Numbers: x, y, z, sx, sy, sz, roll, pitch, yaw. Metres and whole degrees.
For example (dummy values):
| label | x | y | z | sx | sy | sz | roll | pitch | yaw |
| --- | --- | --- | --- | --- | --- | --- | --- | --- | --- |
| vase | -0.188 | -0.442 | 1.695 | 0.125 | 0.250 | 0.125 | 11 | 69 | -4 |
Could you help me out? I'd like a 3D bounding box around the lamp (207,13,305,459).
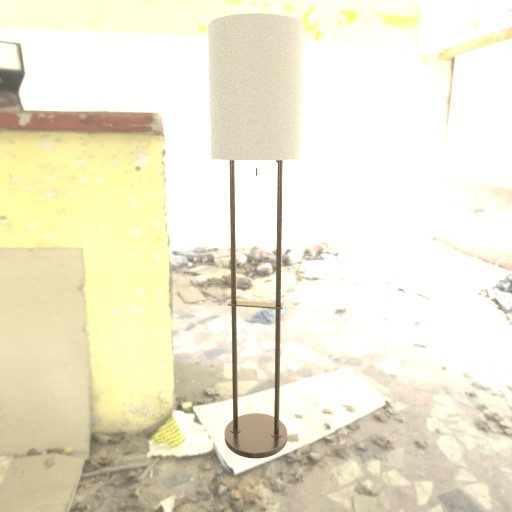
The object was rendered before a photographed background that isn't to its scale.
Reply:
| label | x | y | z | sx | sy | sz | roll | pitch | yaw |
| --- | --- | --- | --- | --- | --- | --- | --- | --- | --- |
| lamp | 0.000 | 0.000 | 1.588 | 0.306 | 1.500 | 0.305 | 3 | 15 | 10 |
